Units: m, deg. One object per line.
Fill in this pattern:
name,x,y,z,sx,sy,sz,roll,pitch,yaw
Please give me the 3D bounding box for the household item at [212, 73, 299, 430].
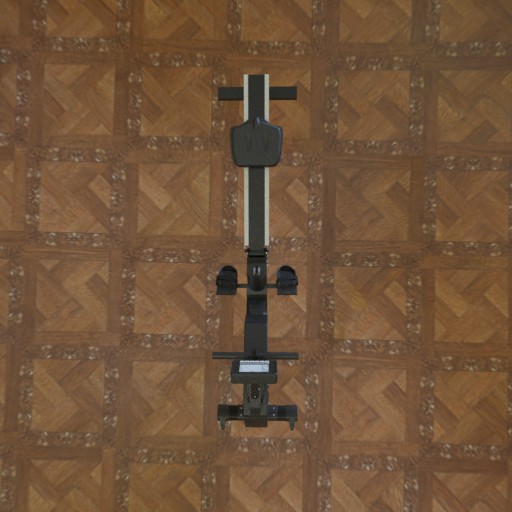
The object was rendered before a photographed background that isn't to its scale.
household item,0.000,0.000,2.549,0.521,0.810,2.251,0,89,1
